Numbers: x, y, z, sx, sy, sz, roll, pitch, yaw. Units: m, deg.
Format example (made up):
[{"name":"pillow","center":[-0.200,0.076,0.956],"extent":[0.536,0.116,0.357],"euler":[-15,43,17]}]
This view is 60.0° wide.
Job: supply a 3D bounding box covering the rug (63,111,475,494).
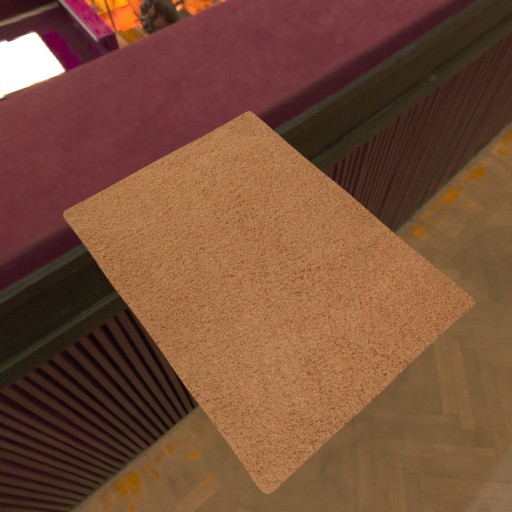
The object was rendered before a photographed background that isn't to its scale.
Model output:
[{"name":"rug","center":[0.000,0.000,2.077],"extent":[1.199,0.025,1.600],"euler":[-35,64,-19]}]
